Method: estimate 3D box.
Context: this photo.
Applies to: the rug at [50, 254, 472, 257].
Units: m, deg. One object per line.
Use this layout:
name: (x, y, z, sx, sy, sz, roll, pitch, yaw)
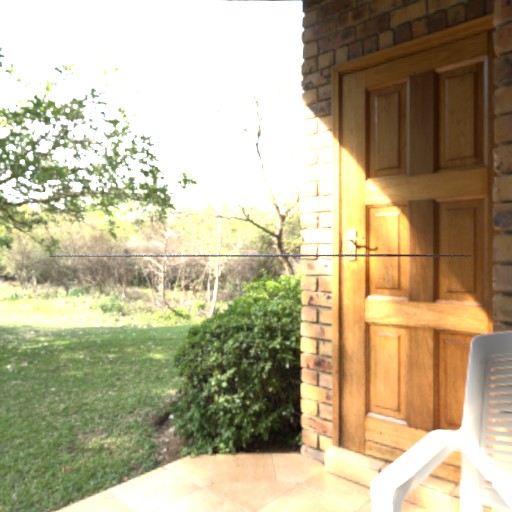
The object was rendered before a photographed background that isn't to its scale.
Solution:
rug: (0.000, 0.000, 2.298, 1.829, 0.009, 1.219, 0, 0, 36)
